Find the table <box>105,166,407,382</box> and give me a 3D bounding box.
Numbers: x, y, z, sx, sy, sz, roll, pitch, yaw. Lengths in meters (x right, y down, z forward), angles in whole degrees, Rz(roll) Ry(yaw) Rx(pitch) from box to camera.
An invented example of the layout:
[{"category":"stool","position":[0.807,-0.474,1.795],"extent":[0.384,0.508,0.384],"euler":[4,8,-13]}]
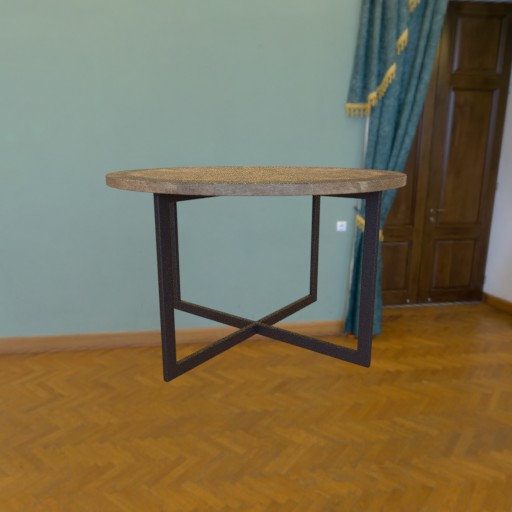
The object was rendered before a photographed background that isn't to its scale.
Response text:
[{"category":"table","position":[0.000,0.000,2.048],"extent":[1.264,0.762,1.264],"euler":[0,14,0]}]
